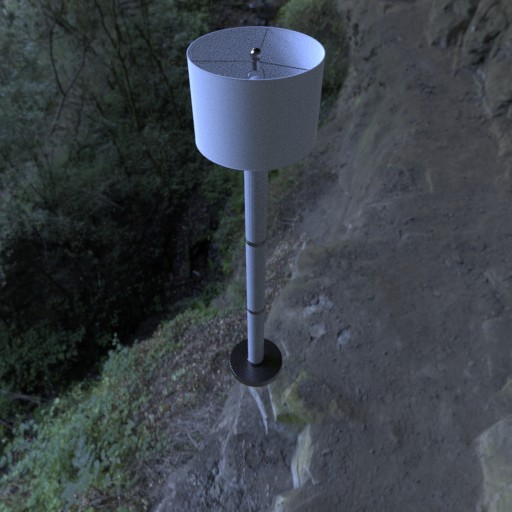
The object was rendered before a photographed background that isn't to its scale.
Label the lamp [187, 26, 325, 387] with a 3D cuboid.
[{"bbox_3d":[0.000,0.000,1.768,0.377,1.599,0.377,31,53,27],"label":"lamp"}]
